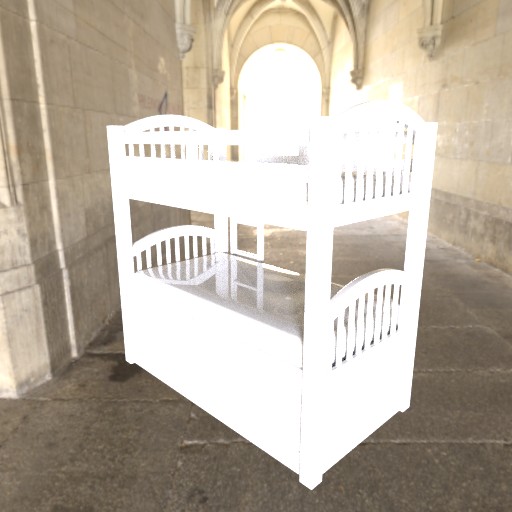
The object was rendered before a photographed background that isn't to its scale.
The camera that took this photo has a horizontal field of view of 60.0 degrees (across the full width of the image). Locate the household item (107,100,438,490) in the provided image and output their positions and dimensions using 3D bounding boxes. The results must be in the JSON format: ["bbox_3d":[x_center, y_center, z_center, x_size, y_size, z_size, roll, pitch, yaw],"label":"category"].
[{"bbox_3d":[0.000,0.000,3.233,1.143,2.032,2.032,-14,20,-43],"label":"household item"}]
